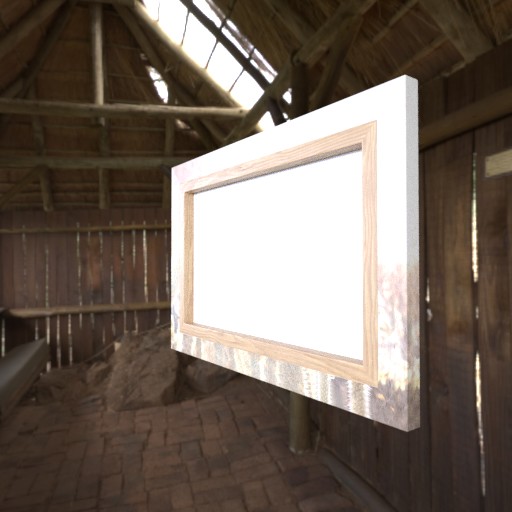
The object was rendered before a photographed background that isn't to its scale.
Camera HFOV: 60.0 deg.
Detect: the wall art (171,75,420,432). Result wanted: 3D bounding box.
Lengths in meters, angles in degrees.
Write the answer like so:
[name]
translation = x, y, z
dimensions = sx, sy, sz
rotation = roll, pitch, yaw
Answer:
[wall art]
translation = 0.000, 0.000, 1.133
dimensions = 0.040, 0.608, 0.916
rotation = 1, -1, -36
